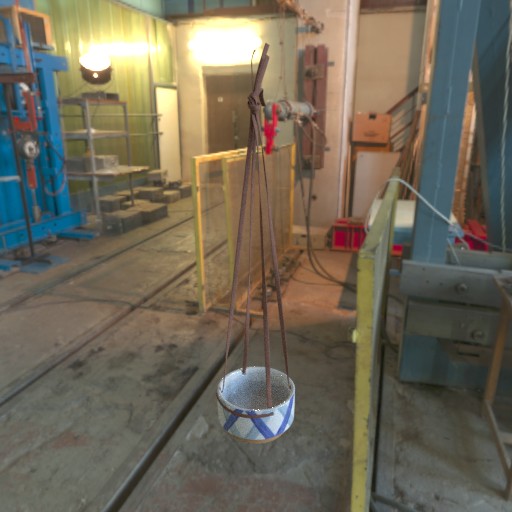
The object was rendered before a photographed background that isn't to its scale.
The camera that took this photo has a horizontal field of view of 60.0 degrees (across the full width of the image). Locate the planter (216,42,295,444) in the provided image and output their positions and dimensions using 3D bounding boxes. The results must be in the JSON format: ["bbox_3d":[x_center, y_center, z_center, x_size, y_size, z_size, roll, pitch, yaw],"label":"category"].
[{"bbox_3d":[0.000,0.000,0.841,0.166,0.751,0.166,-9,20,-27],"label":"planter"}]
